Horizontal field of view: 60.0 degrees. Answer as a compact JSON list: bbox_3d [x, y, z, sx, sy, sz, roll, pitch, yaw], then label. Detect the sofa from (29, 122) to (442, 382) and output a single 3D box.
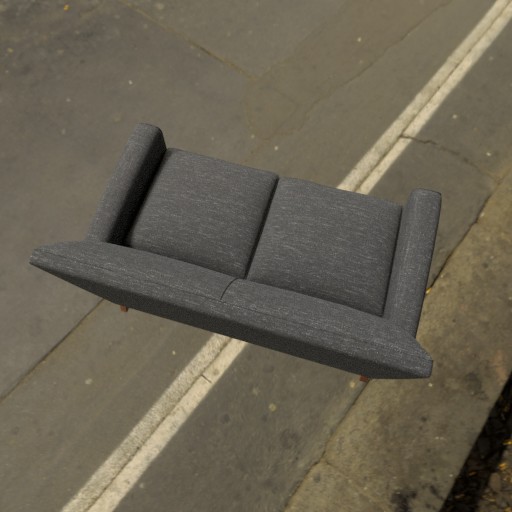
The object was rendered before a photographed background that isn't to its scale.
[{"bbox_3d":[0.000,0.000,1.955,1.420,0.846,0.875,15,64,7],"label":"sofa"}]
